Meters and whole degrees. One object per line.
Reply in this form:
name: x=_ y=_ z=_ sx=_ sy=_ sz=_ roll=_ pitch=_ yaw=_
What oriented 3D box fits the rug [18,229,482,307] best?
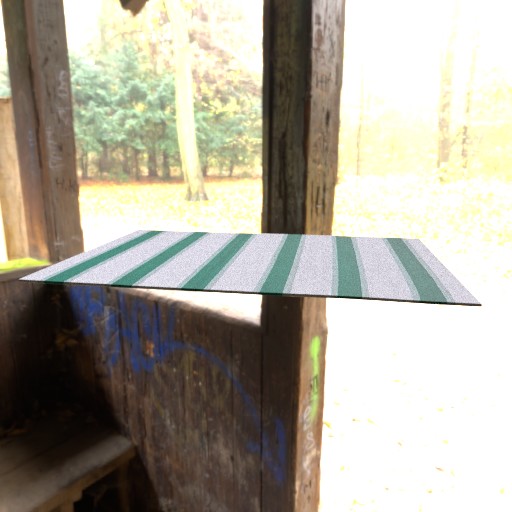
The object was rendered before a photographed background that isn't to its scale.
rug: x=0.000 y=0.000 z=2.294 sx=1.829 sy=0.012 sz=1.210 roll=2 pitch=14 yaw=9
